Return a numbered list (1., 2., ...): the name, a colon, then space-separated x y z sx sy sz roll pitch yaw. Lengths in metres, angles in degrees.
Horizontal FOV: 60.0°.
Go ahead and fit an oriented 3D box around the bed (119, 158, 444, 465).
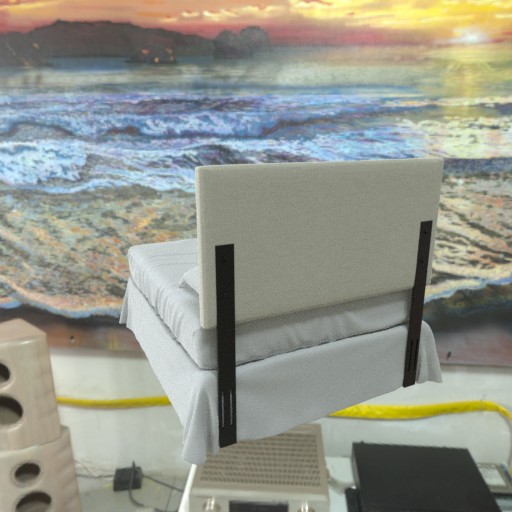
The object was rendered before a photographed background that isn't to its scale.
1. bed: 0.000 0.000 3.507 1.936 1.577 2.222 -8 17 -25
